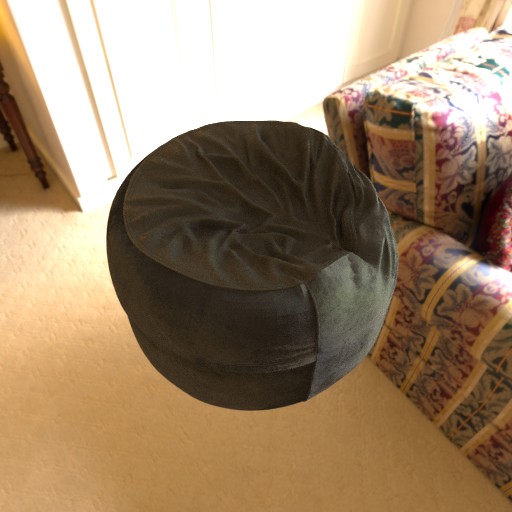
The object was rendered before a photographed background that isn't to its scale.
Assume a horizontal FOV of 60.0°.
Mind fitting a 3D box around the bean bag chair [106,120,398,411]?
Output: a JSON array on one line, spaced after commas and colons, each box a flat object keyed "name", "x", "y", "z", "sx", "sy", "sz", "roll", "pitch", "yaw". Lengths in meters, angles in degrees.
[{"name": "bean bag chair", "x": 0.000, "y": 0.000, "z": 1.491, "sx": 0.918, "sy": 0.605, "sz": 0.918, "roll": 0, "pitch": 49, "yaw": 0}]
